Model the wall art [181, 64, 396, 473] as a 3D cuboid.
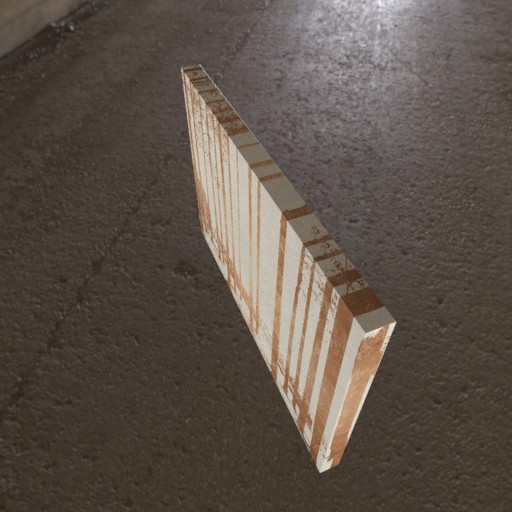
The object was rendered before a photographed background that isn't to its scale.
[{"bbox_3d":[0.000,0.000,0.758,0.035,0.405,0.609,-17,49,-15],"label":"wall art"}]
